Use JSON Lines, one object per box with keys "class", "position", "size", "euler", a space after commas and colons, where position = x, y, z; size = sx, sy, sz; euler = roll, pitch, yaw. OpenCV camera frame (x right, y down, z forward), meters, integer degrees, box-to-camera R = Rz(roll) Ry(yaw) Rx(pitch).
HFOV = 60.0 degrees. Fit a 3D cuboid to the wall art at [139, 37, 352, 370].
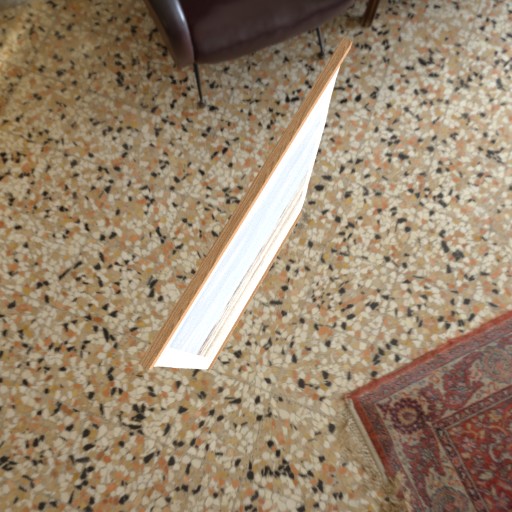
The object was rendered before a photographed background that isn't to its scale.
{"class": "wall art", "position": [0.000, 0.000, 1.302], "size": [0.020, 1.016, 0.739], "euler": [29, 77, 7]}
